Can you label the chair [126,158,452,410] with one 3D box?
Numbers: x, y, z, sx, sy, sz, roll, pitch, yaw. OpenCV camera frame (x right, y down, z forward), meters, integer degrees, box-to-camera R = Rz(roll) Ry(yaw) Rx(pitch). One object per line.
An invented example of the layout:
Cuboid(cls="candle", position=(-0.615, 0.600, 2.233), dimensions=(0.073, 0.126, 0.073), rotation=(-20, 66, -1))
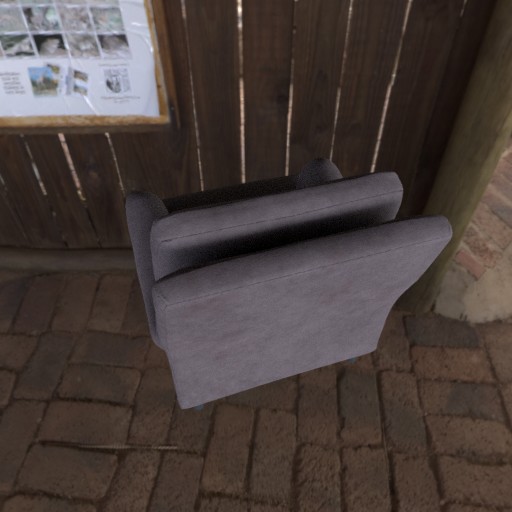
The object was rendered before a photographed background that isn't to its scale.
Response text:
Cuboid(cls="chair", position=(0.000, 0.000, 1.848), dimensions=(0.955, 0.997, 1.070), rotation=(-13, 45, -14))
